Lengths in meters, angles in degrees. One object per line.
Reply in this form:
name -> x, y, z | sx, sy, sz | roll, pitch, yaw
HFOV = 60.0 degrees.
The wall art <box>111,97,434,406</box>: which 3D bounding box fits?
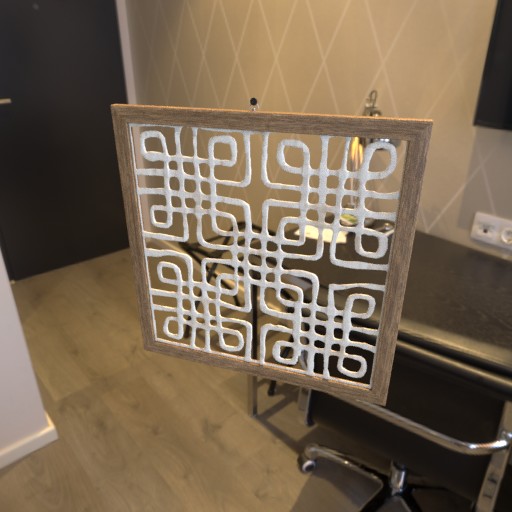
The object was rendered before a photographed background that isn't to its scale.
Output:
wall art -> 0.000, 0.000, 0.862 | 0.561, 0.582, 0.021 | 9, 27, 17
